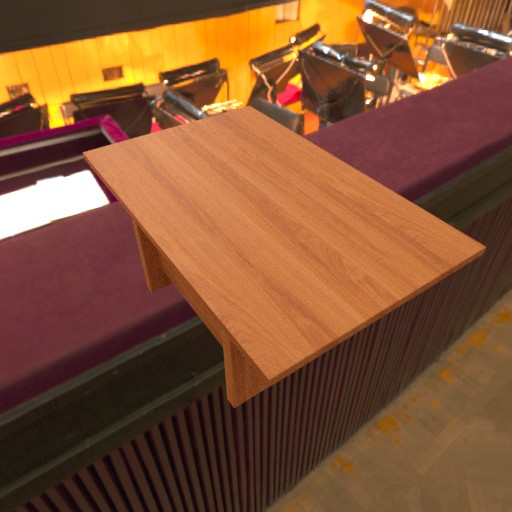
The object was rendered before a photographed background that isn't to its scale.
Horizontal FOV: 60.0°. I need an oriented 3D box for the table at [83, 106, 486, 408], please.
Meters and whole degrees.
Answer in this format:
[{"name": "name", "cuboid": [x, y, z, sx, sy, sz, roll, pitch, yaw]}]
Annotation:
[{"name": "table", "cuboid": [0.000, 0.000, 1.513, 0.700, 0.510, 1.100, -25, 47, -25]}]
